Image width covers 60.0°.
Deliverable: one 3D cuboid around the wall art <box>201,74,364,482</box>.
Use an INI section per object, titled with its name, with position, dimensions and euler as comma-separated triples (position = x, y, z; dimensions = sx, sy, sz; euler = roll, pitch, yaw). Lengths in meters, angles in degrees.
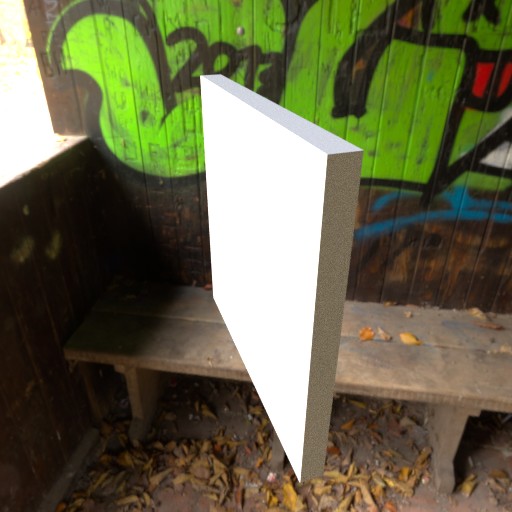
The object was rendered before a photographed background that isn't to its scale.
[wall art]
position = 0.000, 0.000, 0.527
dimensions = 0.027, 0.355, 0.355
euler = -10, 32, -17
